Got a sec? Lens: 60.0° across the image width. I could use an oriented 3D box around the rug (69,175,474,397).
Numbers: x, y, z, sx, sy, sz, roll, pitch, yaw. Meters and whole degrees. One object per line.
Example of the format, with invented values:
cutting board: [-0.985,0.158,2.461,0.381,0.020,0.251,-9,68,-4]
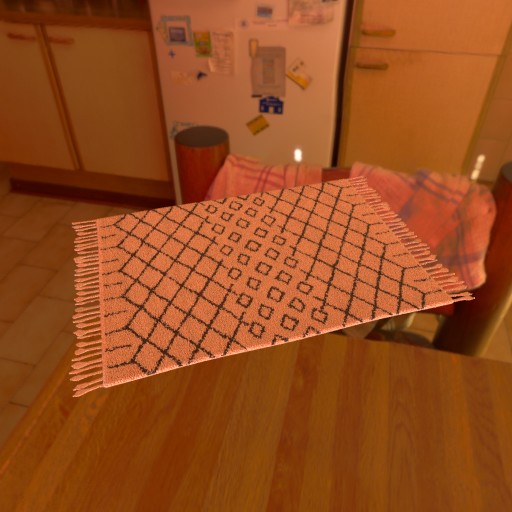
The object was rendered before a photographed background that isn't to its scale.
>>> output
rug: [0.000,0.000,3.260,2.615,0.029,1.664,-11,42,-13]
